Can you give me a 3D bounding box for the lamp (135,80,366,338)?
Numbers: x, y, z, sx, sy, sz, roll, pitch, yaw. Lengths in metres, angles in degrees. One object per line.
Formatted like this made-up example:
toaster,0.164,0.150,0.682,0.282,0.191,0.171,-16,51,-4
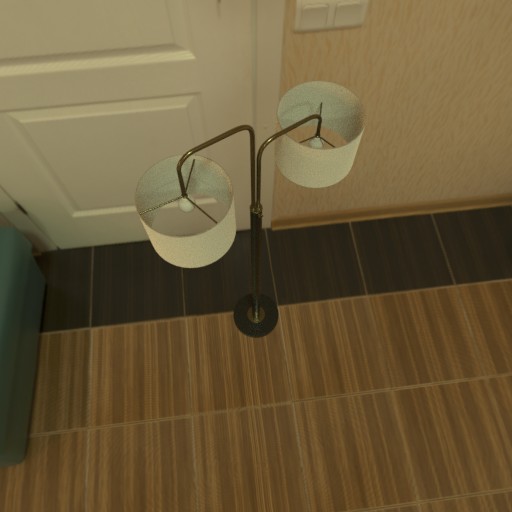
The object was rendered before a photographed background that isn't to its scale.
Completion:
lamp,0.000,0.000,1.794,0.711,1.587,0.254,-33,69,-15
